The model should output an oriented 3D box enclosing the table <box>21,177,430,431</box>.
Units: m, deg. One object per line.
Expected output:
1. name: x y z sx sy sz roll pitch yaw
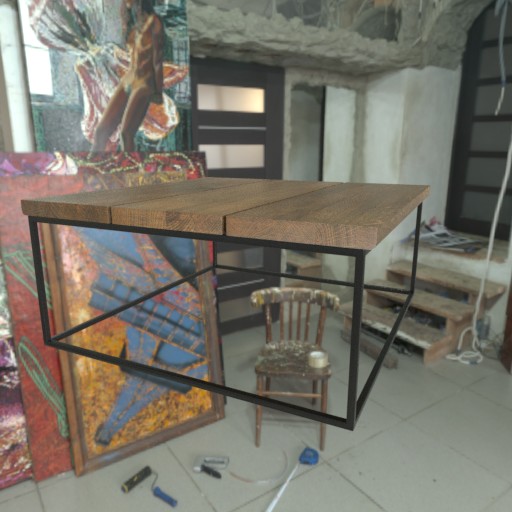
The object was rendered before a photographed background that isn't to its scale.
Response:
1. table: 0.000 0.000 1.380 0.900 0.400 0.900 7 16 25
